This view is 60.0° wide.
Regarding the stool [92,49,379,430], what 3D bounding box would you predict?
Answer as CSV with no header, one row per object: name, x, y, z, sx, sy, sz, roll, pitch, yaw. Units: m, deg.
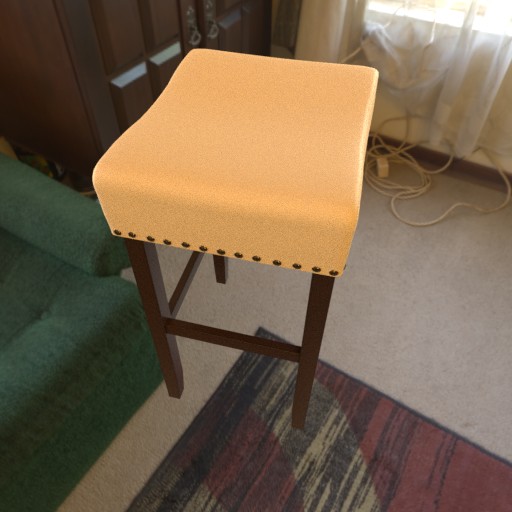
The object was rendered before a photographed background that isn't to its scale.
stool,0.000,0.000,1.047,0.401,0.762,0.471,11,48,10
